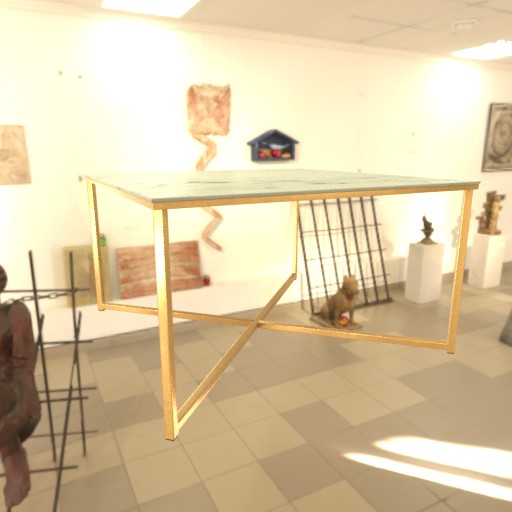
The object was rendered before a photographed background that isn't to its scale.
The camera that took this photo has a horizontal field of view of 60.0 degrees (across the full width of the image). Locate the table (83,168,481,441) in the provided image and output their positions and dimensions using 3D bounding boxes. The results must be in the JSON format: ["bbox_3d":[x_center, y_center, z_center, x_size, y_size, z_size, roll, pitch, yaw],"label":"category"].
[{"bbox_3d":[0.000,0.000,1.278,0.800,0.450,0.800,-7,15,-27],"label":"table"}]
